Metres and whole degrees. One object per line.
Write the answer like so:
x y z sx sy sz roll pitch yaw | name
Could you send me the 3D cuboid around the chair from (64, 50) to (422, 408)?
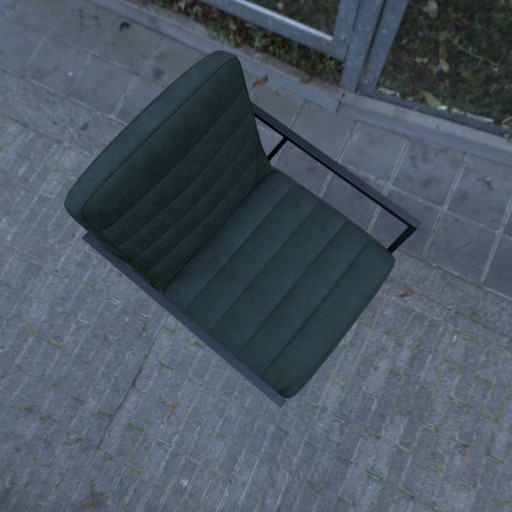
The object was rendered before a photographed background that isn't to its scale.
0.000 0.000 1.298 0.677 0.833 0.571 38 77 10 | chair
